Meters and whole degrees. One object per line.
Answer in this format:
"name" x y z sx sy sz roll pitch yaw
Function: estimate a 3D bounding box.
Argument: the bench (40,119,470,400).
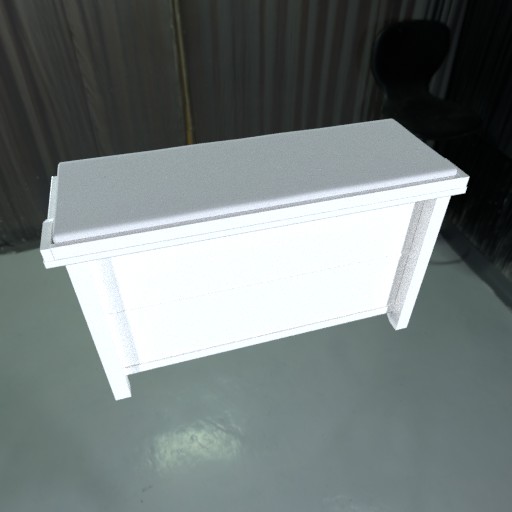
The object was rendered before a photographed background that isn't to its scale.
"bench" 0.000 0.000 1.275 0.987 0.589 0.346 -11 42 -13
